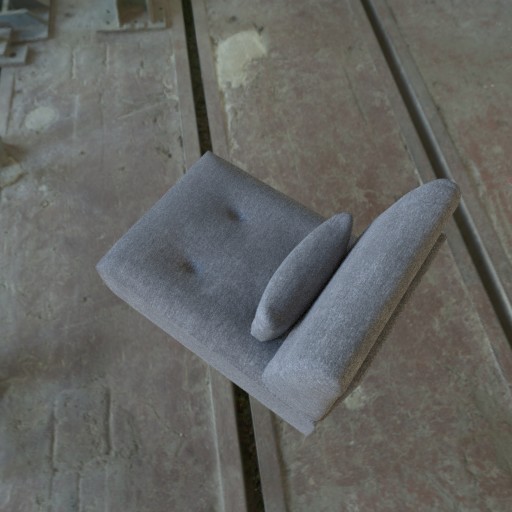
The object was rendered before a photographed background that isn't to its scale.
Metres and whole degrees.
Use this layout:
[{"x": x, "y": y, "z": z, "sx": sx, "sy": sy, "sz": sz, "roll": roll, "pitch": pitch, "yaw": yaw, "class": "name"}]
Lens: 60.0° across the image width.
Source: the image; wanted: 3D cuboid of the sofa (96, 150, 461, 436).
[{"x": 0.000, "y": 0.000, "z": 1.564, "sx": 1.000, "sy": 0.820, "sz": 0.700, "roll": 32, "pitch": 67, "yaw": 16, "class": "sofa"}]
